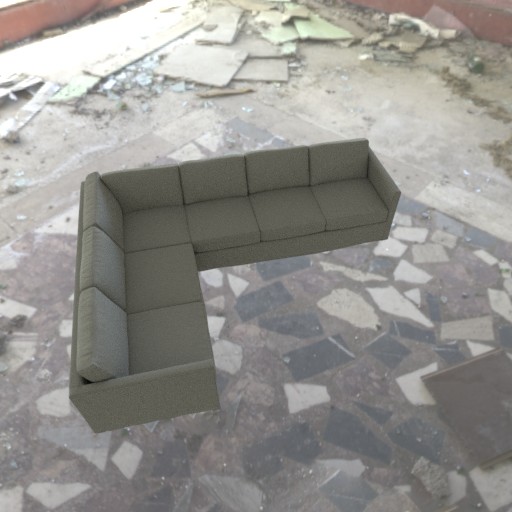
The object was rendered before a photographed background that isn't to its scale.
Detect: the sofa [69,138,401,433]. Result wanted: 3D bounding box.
[{"bbox_3d":[0.000,0.000,4.220,3.182,0.871,2.432,-10,48,-9],"label":"sofa"}]
